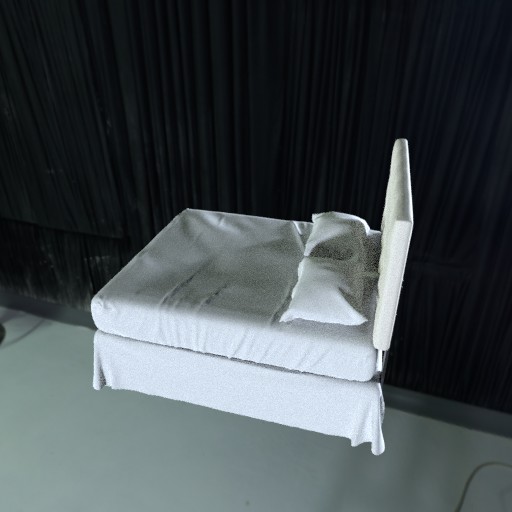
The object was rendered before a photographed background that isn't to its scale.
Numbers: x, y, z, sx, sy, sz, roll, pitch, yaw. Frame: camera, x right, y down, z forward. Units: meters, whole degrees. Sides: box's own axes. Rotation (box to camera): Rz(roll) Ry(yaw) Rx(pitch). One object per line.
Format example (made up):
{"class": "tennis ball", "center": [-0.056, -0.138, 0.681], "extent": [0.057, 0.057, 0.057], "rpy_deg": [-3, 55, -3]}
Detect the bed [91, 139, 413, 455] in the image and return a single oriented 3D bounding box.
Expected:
{"class": "bed", "center": [0.000, 0.000, 3.468], "extent": [2.222, 1.577, 1.936], "rpy_deg": [8, 30, 14]}
